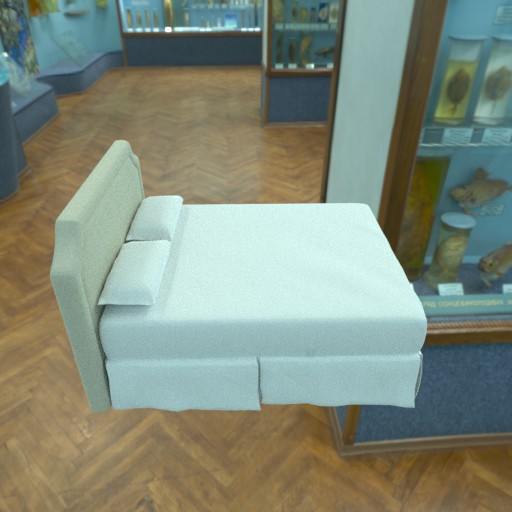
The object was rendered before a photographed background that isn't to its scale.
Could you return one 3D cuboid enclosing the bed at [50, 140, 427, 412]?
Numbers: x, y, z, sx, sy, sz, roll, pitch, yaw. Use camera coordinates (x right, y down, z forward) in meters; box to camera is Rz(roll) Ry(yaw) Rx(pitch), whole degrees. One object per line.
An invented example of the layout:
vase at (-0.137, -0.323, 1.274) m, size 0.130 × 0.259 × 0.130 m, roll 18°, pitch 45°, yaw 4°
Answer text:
bed at (0.000, 0.000, 3.163) m, size 2.116 × 1.290 × 1.693 m, roll -1°, pitch 33°, yaw -1°
